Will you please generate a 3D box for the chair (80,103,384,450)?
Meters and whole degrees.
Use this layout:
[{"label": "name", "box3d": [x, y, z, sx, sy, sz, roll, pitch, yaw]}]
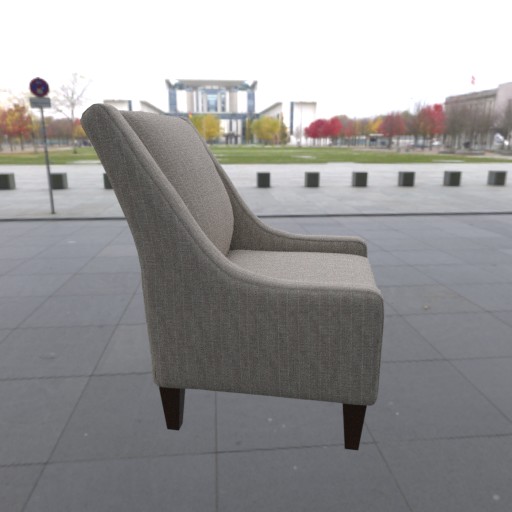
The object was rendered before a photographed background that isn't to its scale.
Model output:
[{"label": "chair", "box3d": [0.000, 0.000, 1.618, 0.870, 1.014, 0.774, 2, 15, 9]}]
